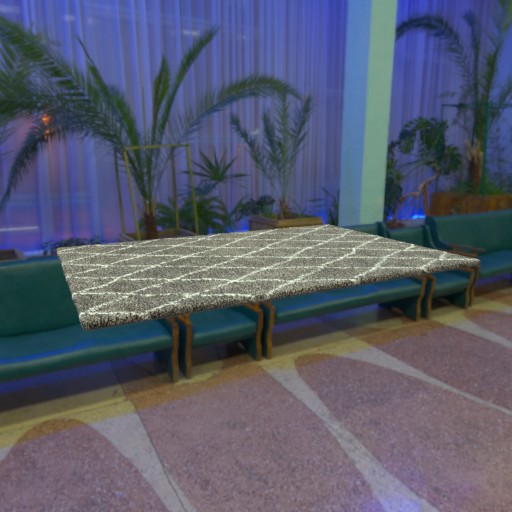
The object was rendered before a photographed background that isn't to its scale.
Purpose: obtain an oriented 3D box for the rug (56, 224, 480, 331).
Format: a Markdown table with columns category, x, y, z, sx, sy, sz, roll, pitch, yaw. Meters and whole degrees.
| category | x | y | z | sx | sy | sz | roll | pitch | yaw |
| --- | --- | --- | --- | --- | --- | --- | --- | --- | --- |
| rug | 0.000 | 0.000 | 2.234 | 1.778 | 0.030 | 1.219 | -7 | 15 | -26 |
